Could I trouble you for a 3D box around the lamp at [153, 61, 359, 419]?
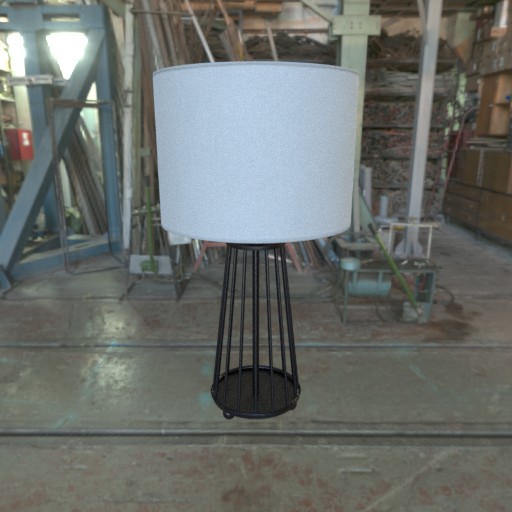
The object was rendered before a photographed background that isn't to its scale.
[{"bbox_3d":[0.000,0.000,0.786,0.322,0.593,0.322,15,22,43],"label":"lamp"}]
